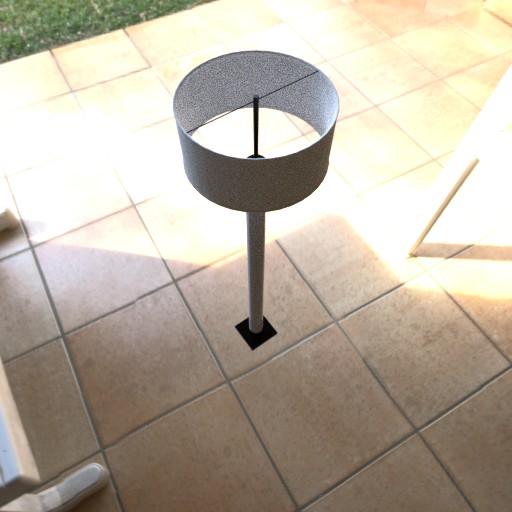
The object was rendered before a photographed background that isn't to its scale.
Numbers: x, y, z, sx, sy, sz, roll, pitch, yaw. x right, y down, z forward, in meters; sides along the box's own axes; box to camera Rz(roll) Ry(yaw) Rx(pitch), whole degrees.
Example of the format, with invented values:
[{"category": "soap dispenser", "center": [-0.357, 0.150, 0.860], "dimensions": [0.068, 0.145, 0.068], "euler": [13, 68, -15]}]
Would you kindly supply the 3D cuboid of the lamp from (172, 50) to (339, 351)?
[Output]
[{"category": "lamp", "center": [0.000, 0.000, 1.725], "dimensions": [0.420, 1.475, 0.420], "euler": [-31, 63, -18]}]
